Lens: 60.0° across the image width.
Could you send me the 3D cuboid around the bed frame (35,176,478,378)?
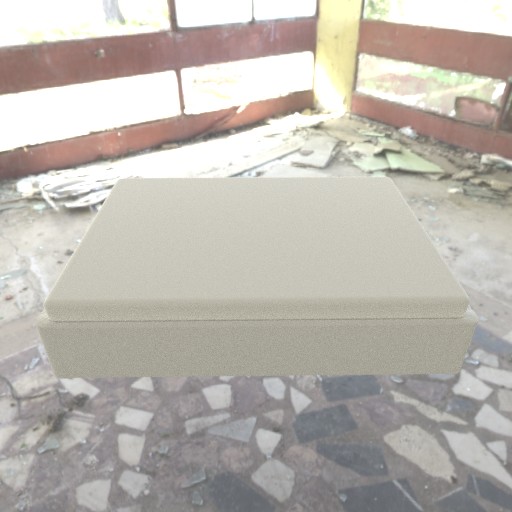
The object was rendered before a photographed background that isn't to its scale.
[{"bbox_3d":[0.000,0.000,2.515,1.900,0.406,1.400,0,34,-1],"label":"bed frame"}]
